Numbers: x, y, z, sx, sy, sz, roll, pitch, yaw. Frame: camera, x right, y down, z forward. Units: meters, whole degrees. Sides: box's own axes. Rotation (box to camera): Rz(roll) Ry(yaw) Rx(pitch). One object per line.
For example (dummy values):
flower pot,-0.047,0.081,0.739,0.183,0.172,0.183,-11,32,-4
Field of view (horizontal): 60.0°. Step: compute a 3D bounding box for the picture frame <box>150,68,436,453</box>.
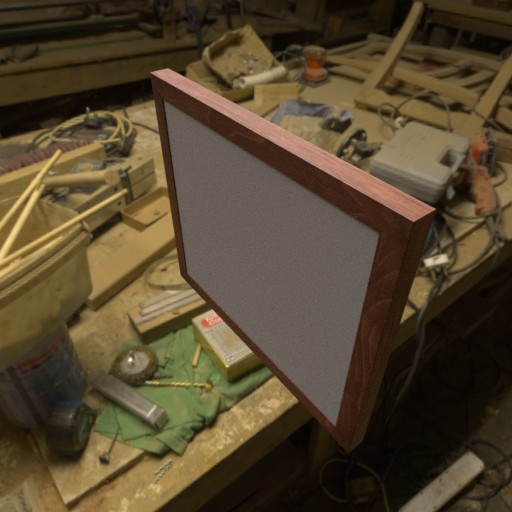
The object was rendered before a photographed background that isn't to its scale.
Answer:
picture frame,0.000,0.000,0.526,0.025,0.330,0.381,-27,47,-28
